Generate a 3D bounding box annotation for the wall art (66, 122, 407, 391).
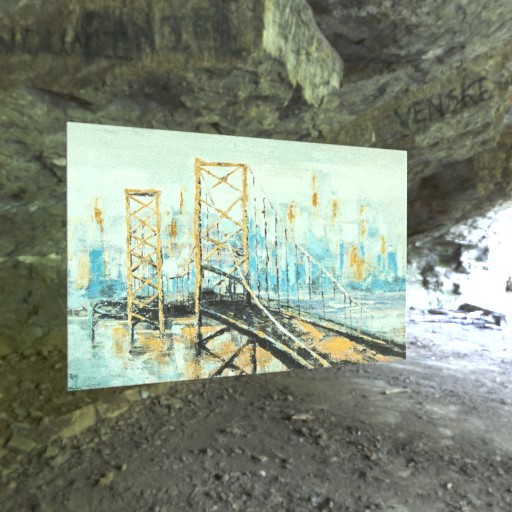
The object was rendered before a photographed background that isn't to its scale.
[{"bbox_3d":[0.000,0.000,1.162,0.913,0.609,0.038,0,1,-19],"label":"wall art"}]
